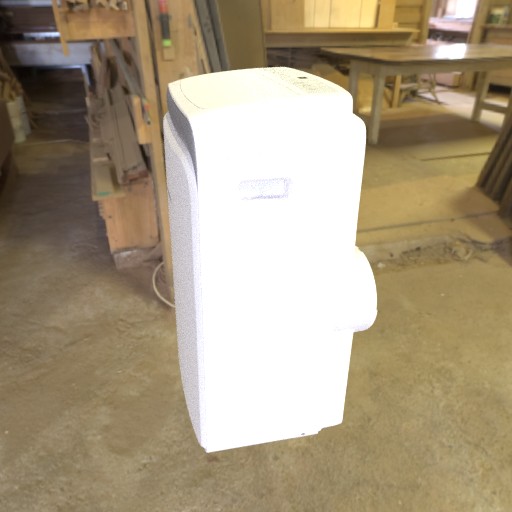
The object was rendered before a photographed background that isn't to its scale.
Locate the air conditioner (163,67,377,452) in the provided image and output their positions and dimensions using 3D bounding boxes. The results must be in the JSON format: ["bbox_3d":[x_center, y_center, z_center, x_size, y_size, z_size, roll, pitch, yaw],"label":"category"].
[{"bbox_3d":[0.000,0.000,0.936,0.365,0.700,0.454,-7,31,-13],"label":"air conditioner"}]
